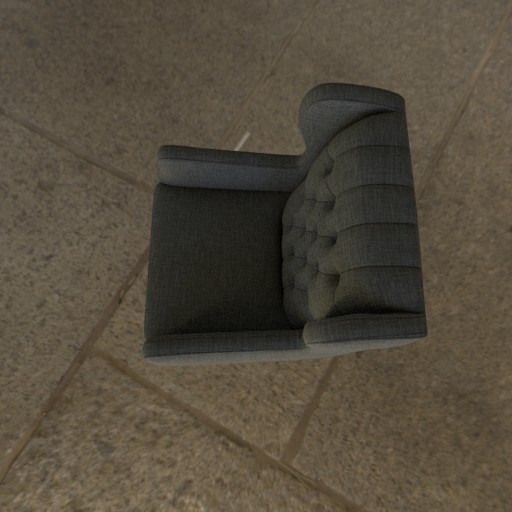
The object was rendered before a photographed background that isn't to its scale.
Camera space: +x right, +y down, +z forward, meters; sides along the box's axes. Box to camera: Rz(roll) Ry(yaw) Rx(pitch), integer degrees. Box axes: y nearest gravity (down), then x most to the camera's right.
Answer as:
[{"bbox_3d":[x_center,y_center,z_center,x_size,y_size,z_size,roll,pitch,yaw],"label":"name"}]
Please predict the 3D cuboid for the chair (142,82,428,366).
[{"bbox_3d":[0.000,0.000,1.480,0.775,0.953,0.711,0,74,0],"label":"chair"}]
